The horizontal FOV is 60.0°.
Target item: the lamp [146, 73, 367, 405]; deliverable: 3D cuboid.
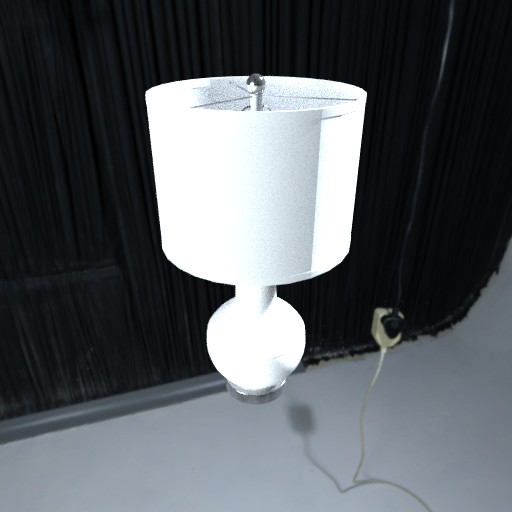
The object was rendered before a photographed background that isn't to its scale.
[{"bbox_3d":[0.000,0.000,0.878,0.357,0.673,0.357,-8,30,-15],"label":"lamp"}]
